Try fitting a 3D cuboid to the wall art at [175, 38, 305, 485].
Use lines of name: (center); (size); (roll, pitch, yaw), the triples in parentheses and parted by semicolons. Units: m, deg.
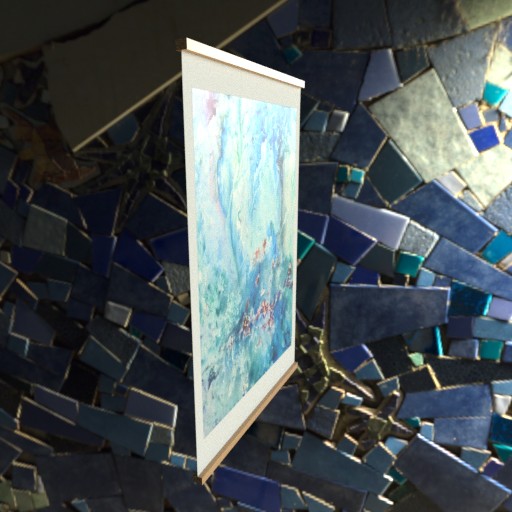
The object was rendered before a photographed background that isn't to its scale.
wall art: (0.000, 0.000, 1.276); (0.027, 1.020, 0.669); (7, 16, 25)
